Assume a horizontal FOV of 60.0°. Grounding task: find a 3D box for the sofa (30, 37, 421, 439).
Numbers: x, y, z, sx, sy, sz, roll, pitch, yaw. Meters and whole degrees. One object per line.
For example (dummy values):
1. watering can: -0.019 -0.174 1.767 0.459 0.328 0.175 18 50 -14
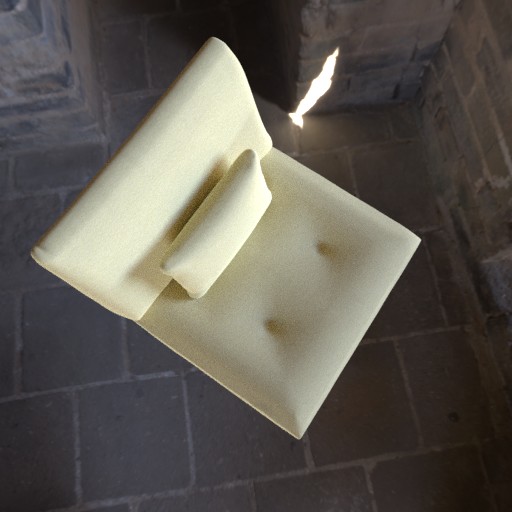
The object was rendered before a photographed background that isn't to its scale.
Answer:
1. sofa: 0.000 0.000 1.654 1.000 0.820 0.930 33 78 8
